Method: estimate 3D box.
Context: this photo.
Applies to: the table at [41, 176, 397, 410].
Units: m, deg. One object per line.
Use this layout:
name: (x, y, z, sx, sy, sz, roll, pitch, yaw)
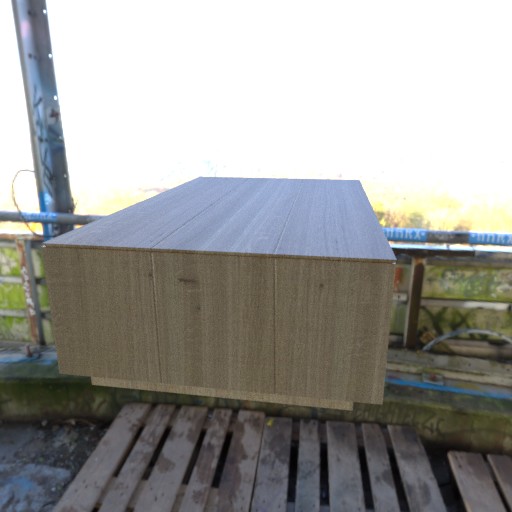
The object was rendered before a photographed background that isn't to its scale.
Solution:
table: (0.000, 0.000, 1.396, 0.678, 0.353, 1.110, 3, 17, 9)
